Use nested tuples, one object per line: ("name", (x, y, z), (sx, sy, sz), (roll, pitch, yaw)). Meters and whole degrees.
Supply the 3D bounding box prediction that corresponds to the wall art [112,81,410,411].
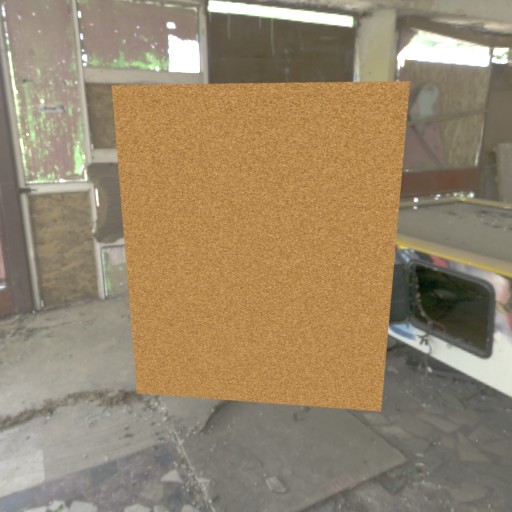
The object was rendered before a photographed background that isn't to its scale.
("wall art", (0.000, 0.000, 0.781), (0.467, 0.567, 0.033), (2, 16, 7))
